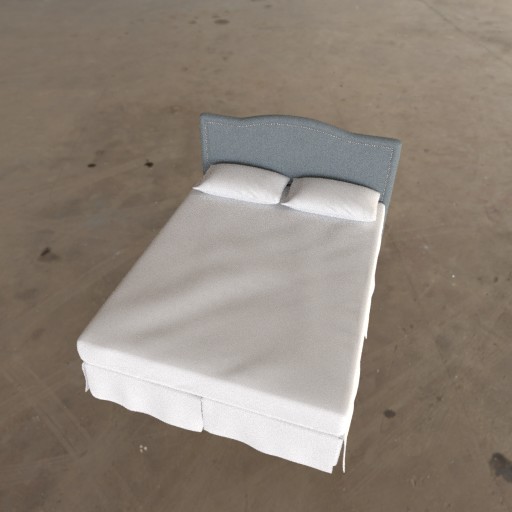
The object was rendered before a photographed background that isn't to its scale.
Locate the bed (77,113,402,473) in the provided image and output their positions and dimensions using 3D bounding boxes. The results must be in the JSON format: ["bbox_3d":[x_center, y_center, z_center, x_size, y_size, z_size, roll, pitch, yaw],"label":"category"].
[{"bbox_3d":[0.000,0.000,3.893,2.161,1.457,2.689,12,43,13],"label":"bed"}]
